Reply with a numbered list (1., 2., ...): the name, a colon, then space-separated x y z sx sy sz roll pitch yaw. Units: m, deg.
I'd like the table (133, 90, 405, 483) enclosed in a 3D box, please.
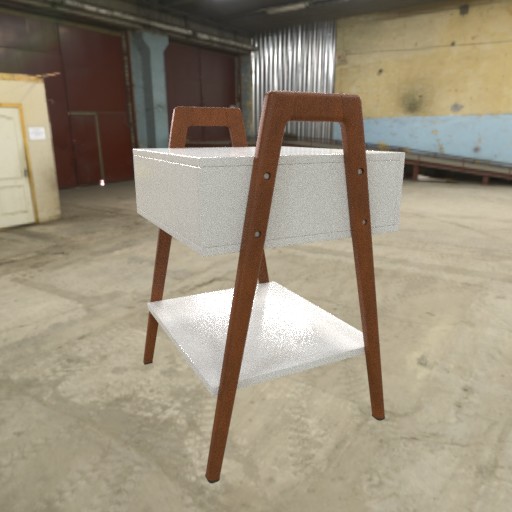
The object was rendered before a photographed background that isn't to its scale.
1. table: 0.000 0.000 0.926 0.405 0.610 0.457 -8 17 -26
